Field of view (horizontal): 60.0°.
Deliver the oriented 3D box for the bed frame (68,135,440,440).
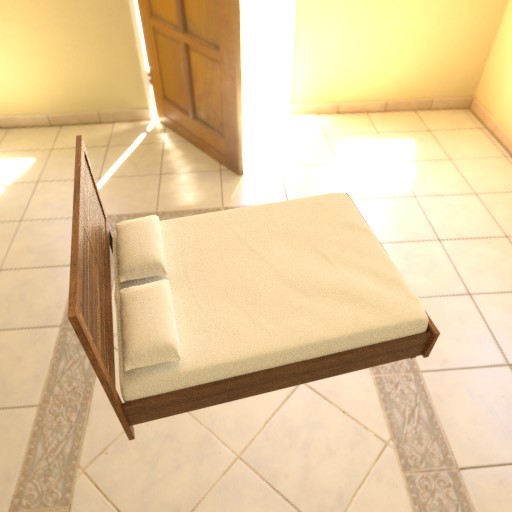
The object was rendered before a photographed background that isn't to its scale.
[{"bbox_3d":[0.000,0.000,3.361,2.276,1.417,1.696,-11,46,-10],"label":"bed frame"}]
